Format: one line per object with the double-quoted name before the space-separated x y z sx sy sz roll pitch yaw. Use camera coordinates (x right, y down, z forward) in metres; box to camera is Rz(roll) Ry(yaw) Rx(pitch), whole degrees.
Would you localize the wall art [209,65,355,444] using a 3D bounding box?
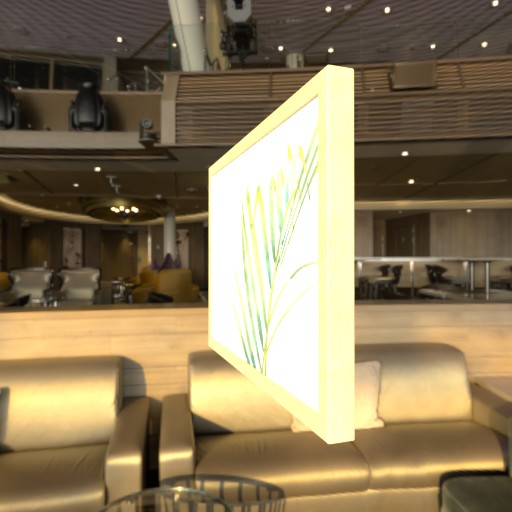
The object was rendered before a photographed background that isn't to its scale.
"wall art" 0.000 0.000 0.701 0.032 0.381 0.533 0 -1 -19
